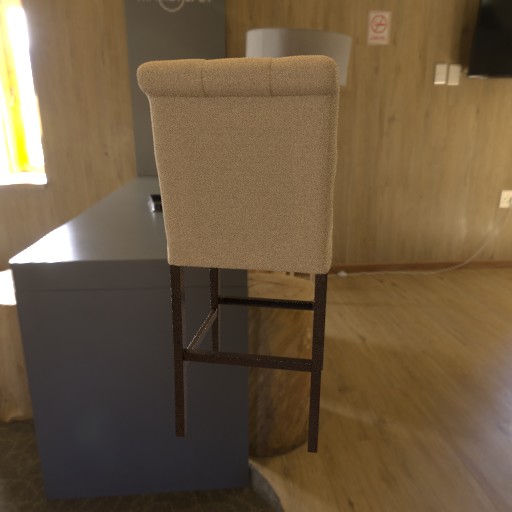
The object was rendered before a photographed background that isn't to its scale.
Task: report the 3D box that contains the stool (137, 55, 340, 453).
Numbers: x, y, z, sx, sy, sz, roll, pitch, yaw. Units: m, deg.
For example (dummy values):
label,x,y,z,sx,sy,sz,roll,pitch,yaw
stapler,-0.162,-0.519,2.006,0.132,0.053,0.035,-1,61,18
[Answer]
label,x,y,z,sx,sy,sz,roll,pitch,yaw
stool,0.000,0.000,1.433,0.482,1.118,0.610,3,17,9
